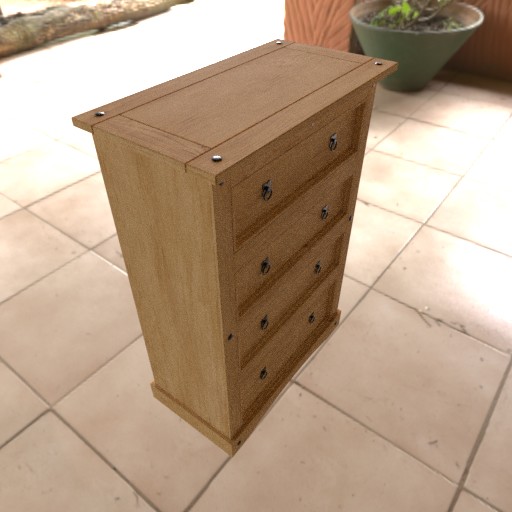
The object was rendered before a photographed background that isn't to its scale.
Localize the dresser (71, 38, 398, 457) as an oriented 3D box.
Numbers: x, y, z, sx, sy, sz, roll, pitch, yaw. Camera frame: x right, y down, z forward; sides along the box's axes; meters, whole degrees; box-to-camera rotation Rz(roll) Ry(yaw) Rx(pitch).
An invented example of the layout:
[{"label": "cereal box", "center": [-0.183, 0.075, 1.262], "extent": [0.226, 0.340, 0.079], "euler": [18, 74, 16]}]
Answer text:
[{"label": "dresser", "center": [0.000, 0.000, 1.704], "extent": [0.485, 1.300, 0.915], "euler": [26, 47, 27]}]
